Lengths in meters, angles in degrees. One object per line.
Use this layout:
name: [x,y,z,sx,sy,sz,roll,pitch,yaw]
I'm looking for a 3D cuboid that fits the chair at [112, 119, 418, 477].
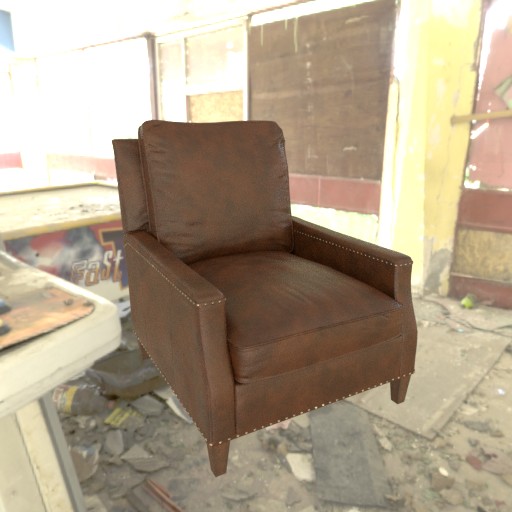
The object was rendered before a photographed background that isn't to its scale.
chair: [0.000,0.000,1.779,0.854,1.054,1.035,-9,18,-28]
